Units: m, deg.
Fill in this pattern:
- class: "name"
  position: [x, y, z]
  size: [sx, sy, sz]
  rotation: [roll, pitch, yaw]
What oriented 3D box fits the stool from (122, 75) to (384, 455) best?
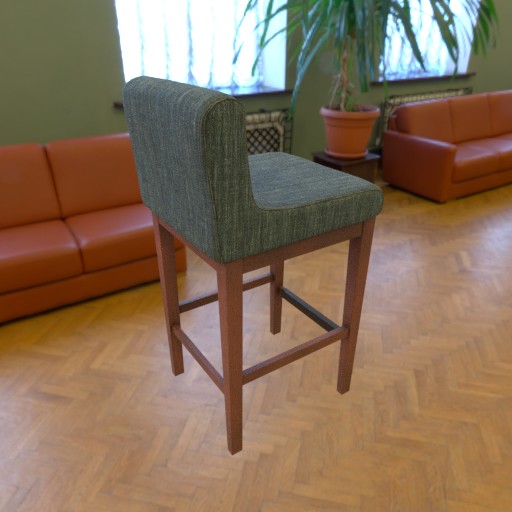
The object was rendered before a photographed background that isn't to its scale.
- class: "stool"
  position: [0.000, 0.000, 1.107]
  size: [0.459, 0.835, 0.395]
  rotation: [-17, 32, -29]
